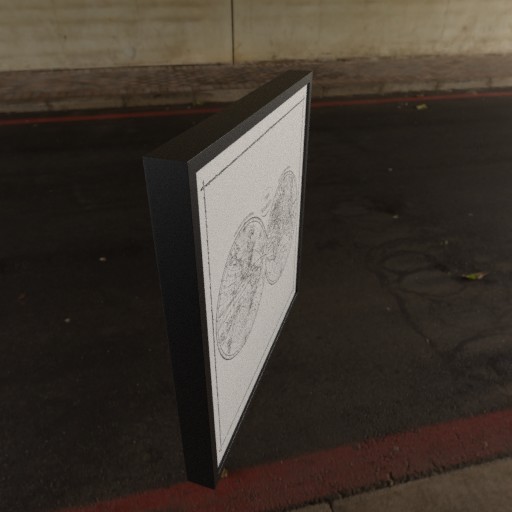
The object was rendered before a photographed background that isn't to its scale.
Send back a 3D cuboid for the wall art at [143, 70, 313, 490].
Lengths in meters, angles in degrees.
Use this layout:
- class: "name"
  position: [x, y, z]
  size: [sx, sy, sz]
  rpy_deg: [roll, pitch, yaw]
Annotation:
- class: "wall art"
  position: [0.000, 0.000, 0.468]
  size: [0.029, 0.318, 0.327]
  rpy_deg: [10, 33, 16]
